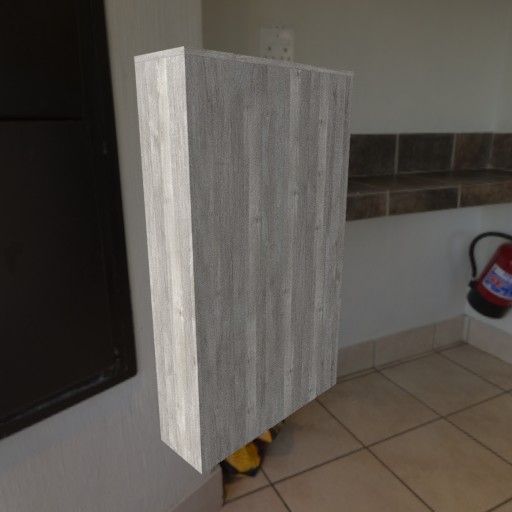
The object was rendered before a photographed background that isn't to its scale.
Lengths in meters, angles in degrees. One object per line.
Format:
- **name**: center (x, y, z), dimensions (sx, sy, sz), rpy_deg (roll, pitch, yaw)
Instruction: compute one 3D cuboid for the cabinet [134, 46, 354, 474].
- **cabinet**: center (0.000, 0.000, 1.607), dimensions (0.750, 1.280, 0.250), rpy_deg (-16, 22, -43)
